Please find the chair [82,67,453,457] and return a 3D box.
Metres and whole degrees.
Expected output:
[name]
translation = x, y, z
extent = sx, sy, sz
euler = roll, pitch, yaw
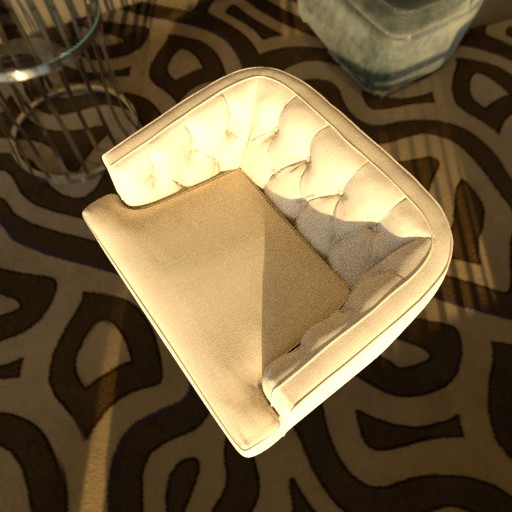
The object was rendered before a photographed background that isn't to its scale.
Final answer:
[chair]
translation = 0.000, 0.000, 1.696
extent = 0.914, 0.787, 1.118
euler = -33, 67, -16
